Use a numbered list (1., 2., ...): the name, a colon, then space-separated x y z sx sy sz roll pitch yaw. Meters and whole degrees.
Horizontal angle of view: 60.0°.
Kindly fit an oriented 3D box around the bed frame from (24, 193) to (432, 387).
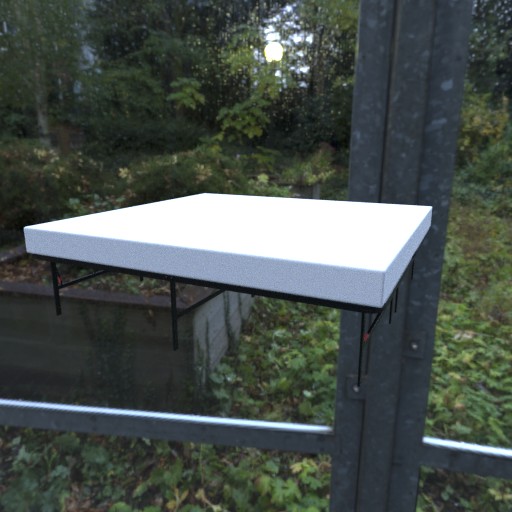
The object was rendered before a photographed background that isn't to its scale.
1. bed frame: 0.000 0.000 3.022 2.032 0.559 1.930 7 16 25
